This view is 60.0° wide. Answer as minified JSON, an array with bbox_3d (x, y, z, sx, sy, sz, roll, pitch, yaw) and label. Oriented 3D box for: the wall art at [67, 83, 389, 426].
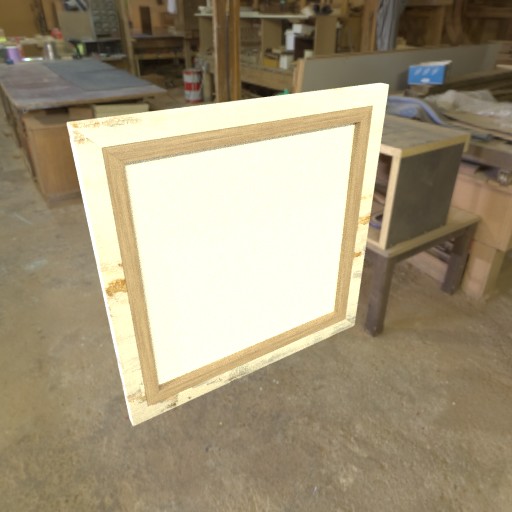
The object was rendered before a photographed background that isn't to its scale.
[{"bbox_3d":[0.000,0.000,1.505,1.015,1.018,0.040,-18,35,-27],"label":"wall art"}]
